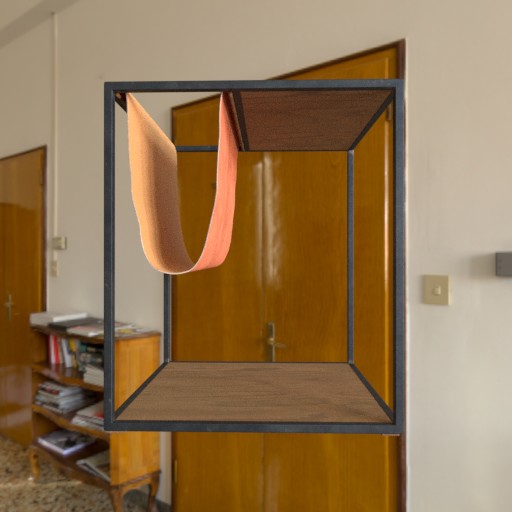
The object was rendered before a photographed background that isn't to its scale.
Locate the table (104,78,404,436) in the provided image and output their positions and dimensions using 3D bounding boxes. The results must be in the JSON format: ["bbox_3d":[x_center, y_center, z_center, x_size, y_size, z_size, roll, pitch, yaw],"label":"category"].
[{"bbox_3d":[0.000,0.000,0.863,0.450,0.536,0.399,0,0,1],"label":"table"}]
